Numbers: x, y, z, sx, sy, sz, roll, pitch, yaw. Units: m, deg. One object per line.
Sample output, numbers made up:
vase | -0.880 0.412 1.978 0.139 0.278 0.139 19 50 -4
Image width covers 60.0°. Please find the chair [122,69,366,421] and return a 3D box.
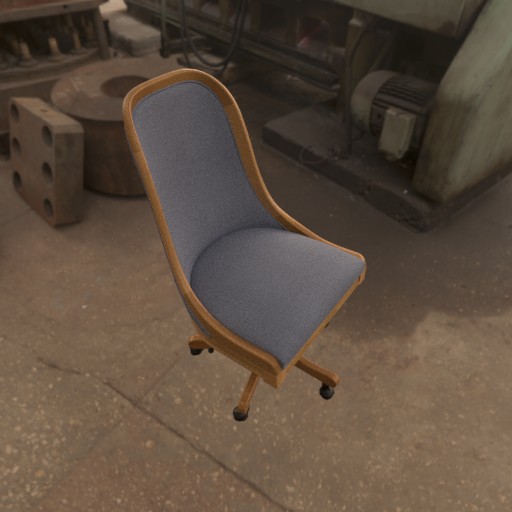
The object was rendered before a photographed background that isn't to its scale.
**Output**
chair | 0.000 0.000 1.487 0.735 1.031 0.605 26 48 26
